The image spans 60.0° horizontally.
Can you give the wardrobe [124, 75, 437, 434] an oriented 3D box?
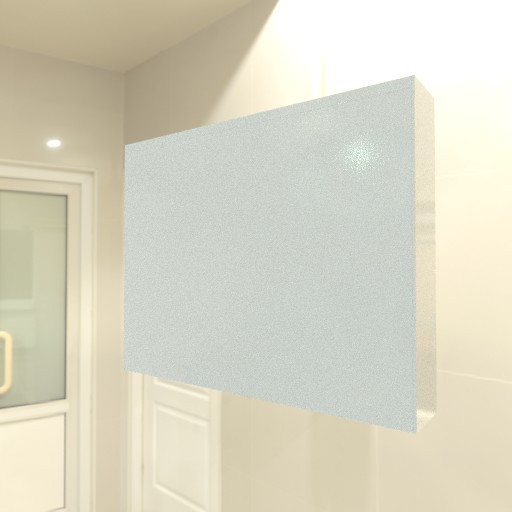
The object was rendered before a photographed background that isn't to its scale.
[{"bbox_3d":[0.000,0.000,4.021,3.000,2.360,0.580,-1,-1,36],"label":"wardrobe"}]
